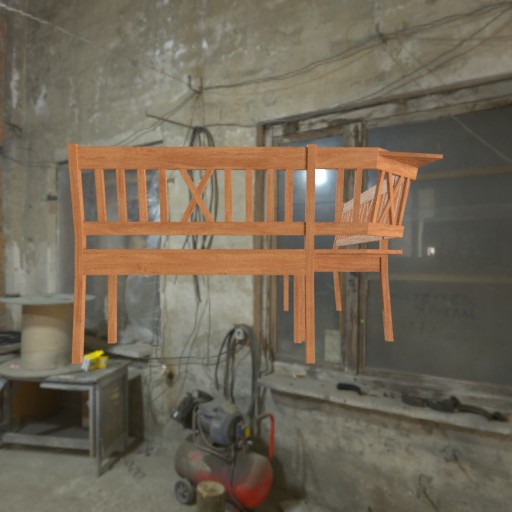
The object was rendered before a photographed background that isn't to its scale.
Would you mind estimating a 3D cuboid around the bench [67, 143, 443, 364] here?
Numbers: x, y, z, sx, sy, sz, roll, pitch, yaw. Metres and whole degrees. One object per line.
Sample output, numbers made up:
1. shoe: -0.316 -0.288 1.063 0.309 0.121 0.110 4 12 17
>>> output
1. bench: 0.000 0.000 2.757 1.537 0.902 1.937 0 0 0
